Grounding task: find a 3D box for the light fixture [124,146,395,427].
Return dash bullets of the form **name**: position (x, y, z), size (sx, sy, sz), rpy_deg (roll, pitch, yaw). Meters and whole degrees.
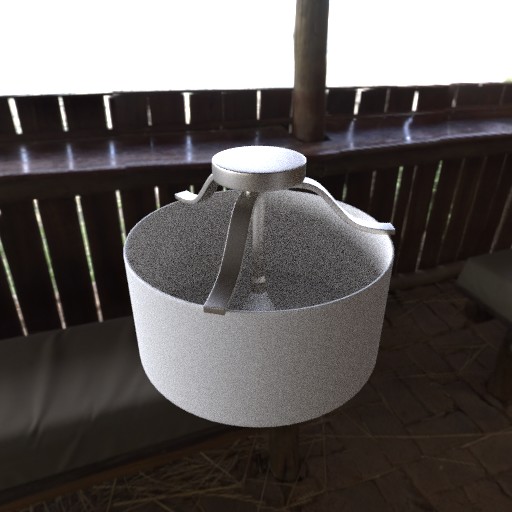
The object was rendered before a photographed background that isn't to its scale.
- **light fixture**: position (0.000, 0.000, 0.669), size (0.395, 0.304, 0.395), rpy_deg (0, 29, 0)
